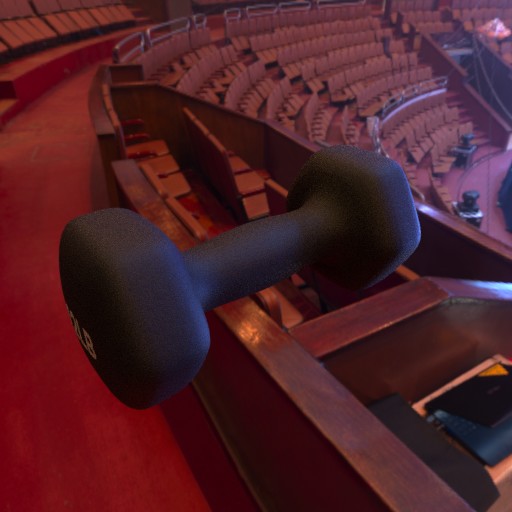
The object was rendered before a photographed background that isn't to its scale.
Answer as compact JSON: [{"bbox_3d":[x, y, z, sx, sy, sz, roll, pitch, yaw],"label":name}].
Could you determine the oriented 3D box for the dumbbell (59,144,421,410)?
[{"bbox_3d":[0.000,0.000,0.288,0.231,0.101,0.112,-22,38,-31],"label":"dumbbell"}]
